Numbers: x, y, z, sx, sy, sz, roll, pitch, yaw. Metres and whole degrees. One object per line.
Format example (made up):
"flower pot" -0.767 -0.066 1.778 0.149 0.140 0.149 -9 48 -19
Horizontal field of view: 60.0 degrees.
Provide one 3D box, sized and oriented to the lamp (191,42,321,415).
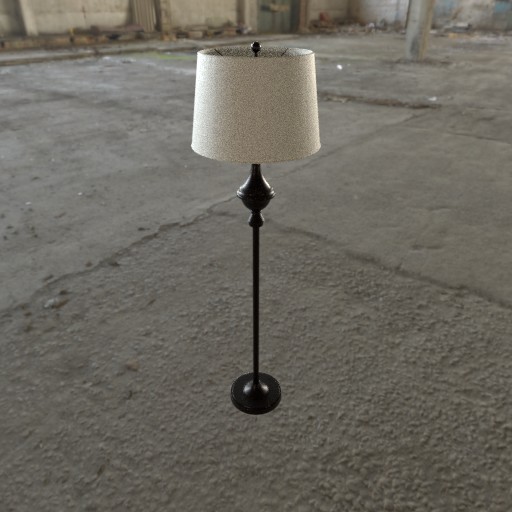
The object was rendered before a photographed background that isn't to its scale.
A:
"lamp" 0.000 0.000 1.702 0.431 1.484 0.431 0 29 0
